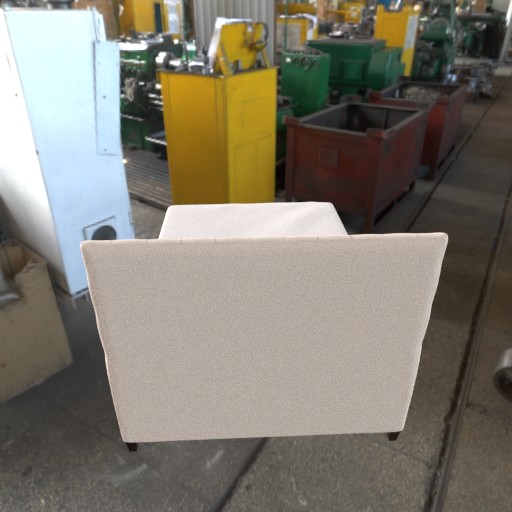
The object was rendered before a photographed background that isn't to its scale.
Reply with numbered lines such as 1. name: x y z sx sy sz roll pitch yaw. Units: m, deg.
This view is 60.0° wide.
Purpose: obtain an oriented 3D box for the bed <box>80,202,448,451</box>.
1. bed: 0.000 0.000 3.293 1.696 1.426 2.233 -1 30 -2
